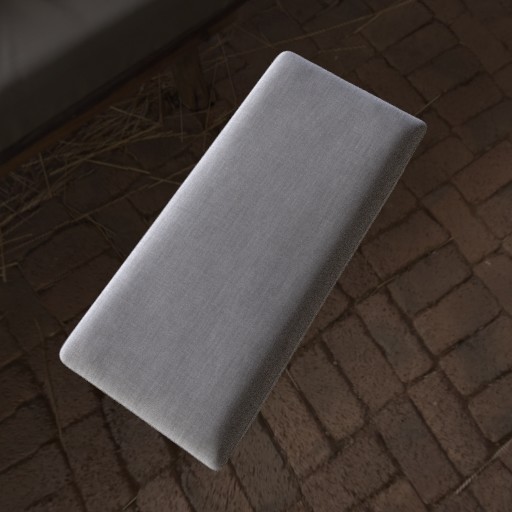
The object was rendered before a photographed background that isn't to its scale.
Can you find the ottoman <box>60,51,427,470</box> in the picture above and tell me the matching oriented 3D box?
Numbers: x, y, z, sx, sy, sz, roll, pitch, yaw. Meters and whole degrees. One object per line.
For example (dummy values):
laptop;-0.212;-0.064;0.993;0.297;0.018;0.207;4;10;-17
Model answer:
ottoman;0.000;0.000;1.139;0.419;0.432;0.902;32;77;8
